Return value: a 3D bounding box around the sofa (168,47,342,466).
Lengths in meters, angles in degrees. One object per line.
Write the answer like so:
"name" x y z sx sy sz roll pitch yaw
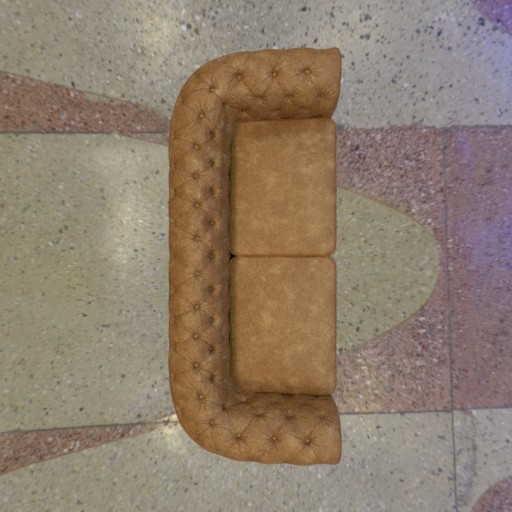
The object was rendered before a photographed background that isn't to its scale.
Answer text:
"sofa" 0.000 0.000 2.775 0.989 0.760 2.365 0 90 1
